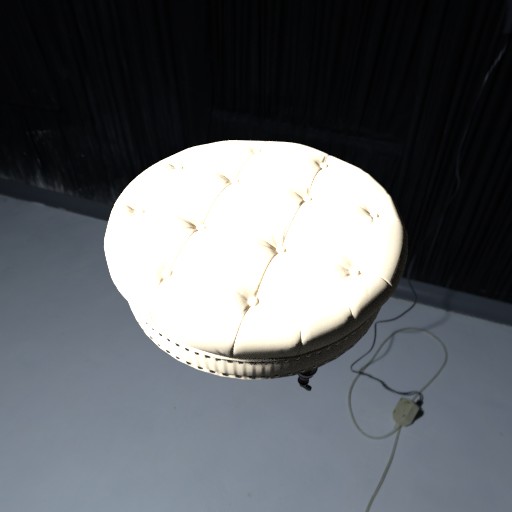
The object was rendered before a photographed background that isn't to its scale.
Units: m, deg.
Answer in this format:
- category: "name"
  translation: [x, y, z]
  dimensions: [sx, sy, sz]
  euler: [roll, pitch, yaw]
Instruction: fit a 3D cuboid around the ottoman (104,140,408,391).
- category: "ottoman"
  translation: [0.000, 0.000, 1.455]
  dimensions: [0.901, 0.439, 0.901]
  euler: [0, 46, 0]
